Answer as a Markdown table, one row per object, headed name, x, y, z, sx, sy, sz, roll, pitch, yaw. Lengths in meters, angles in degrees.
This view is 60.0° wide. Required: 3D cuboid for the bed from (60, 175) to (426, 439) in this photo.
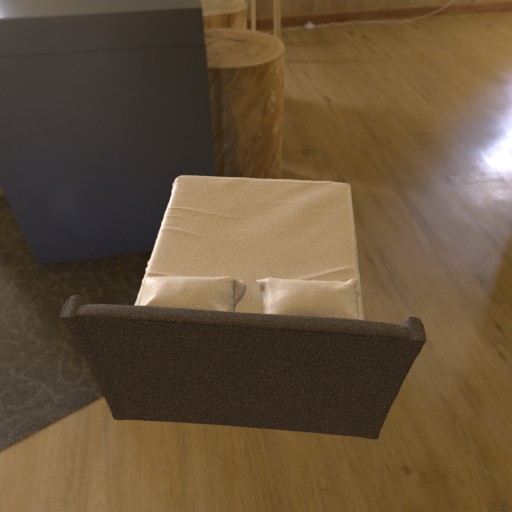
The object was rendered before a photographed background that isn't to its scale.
| name | x | y | z | sx | sy | sz | roll | pitch | yaw |
| --- | --- | --- | --- | --- | --- | --- | --- | --- | --- |
| bed | 0.000 | 0.000 | 3.508 | 1.925 | 1.332 | 2.276 | 3 | 47 | 3 |
